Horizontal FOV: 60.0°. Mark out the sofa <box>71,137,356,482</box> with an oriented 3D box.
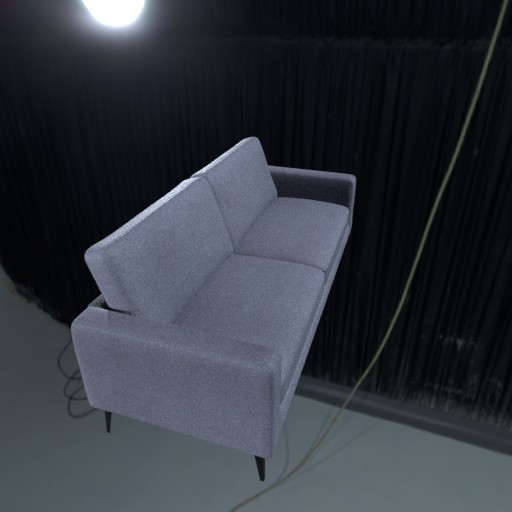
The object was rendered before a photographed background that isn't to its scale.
[{"bbox_3d":[0.000,0.000,2.334,0.774,0.828,1.925,9,31,16],"label":"sofa"}]
